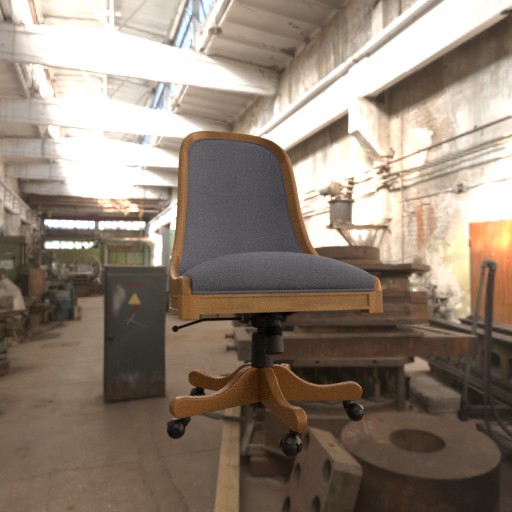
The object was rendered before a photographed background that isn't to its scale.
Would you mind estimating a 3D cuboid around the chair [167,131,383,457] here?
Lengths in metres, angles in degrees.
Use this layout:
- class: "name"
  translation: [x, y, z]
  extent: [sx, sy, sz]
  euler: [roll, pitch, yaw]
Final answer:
- class: "chair"
  translation: [0.000, 0.000, 1.459]
  extent: [0.605, 1.031, 0.735]
  euler: [1, -2, -18]
